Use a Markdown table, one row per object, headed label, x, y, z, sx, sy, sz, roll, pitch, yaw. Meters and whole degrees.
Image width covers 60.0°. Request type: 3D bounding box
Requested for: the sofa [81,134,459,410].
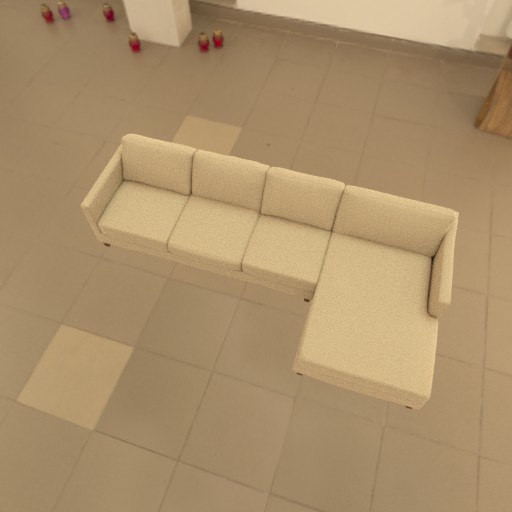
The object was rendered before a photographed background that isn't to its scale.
| label | x | y | z | sx | sy | sz | roll | pitch | yaw |
| --- | --- | --- | --- | --- | --- | --- | --- | --- | --- |
| sofa | 0.000 | 0.000 | 3.878 | 3.186 | 0.861 | 1.625 | 15 | 59 | 9 |
